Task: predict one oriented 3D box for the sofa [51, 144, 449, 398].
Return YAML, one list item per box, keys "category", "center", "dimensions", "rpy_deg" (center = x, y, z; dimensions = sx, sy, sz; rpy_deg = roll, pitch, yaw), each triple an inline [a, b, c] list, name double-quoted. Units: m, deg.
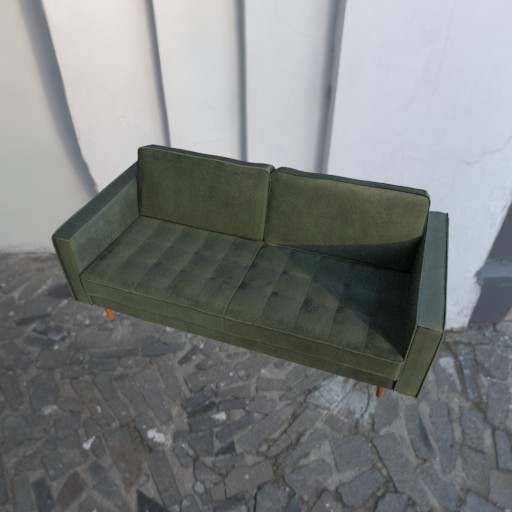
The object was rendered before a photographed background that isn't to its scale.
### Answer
- category: "sofa"
  center: [0.000, 0.000, 2.299]
  dimensions: [1.816, 0.781, 0.886]
  rpy_deg: [13, 41, 15]
